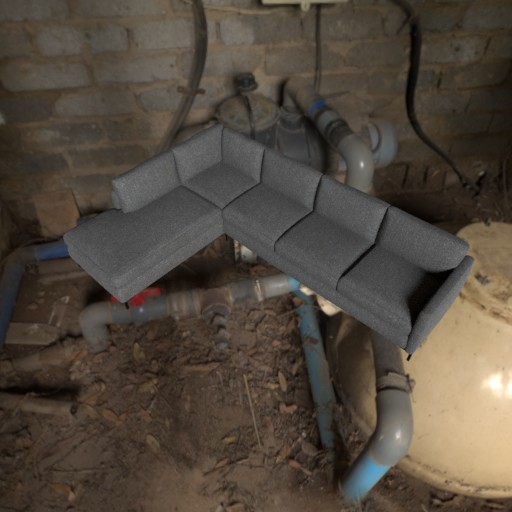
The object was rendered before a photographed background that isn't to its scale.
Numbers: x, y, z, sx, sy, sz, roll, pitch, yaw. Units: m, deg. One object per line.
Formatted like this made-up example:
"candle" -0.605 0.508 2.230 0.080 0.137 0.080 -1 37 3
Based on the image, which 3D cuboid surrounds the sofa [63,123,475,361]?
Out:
"sofa" 0.000 0.000 3.812 2.949 0.815 2.007 33 54 28
